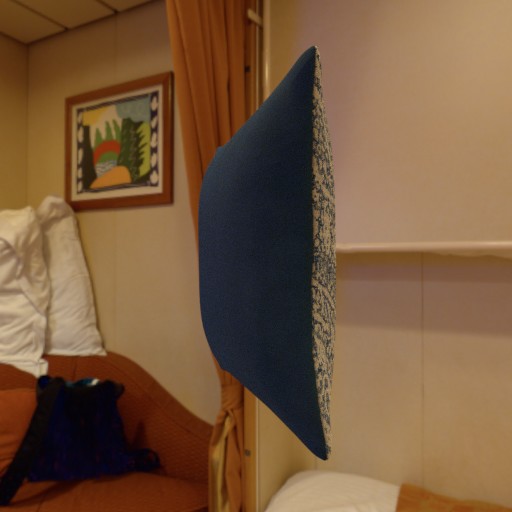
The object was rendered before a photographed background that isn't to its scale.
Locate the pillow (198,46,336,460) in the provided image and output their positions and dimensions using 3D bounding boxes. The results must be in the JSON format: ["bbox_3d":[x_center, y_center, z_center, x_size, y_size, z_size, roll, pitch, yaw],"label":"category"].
[{"bbox_3d":[0.000,0.000,0.779,0.166,0.510,0.523,0,-1,-18],"label":"pillow"}]
